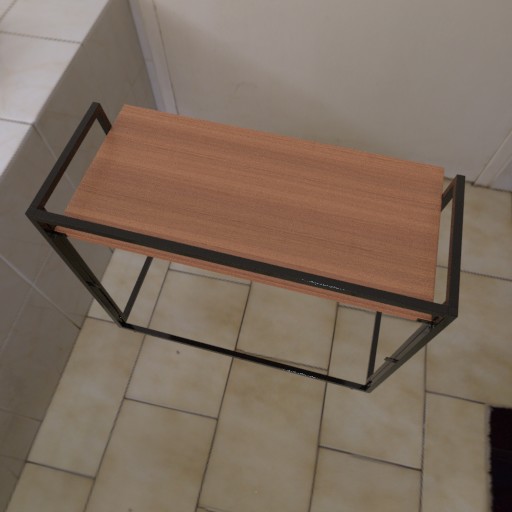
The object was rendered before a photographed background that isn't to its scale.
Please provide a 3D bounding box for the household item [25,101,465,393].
[{"bbox_3d":[0.000,0.000,1.523,1.050,0.860,0.510,13,63,7],"label":"household item"}]
